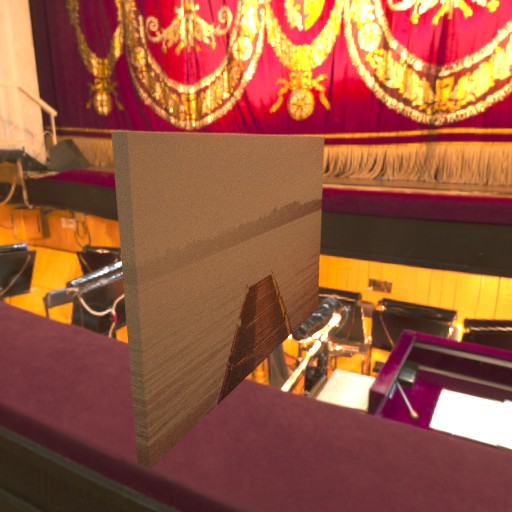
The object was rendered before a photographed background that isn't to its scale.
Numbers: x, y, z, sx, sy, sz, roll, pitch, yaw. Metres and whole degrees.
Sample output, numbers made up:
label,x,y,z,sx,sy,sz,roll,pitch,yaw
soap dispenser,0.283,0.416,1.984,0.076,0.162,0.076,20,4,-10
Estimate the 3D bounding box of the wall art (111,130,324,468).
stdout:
label,x,y,z,sx,sy,sz,roll,pitch,yaw
wall art,0.000,0.000,0.774,0.021,0.410,0.615,7,16,27
